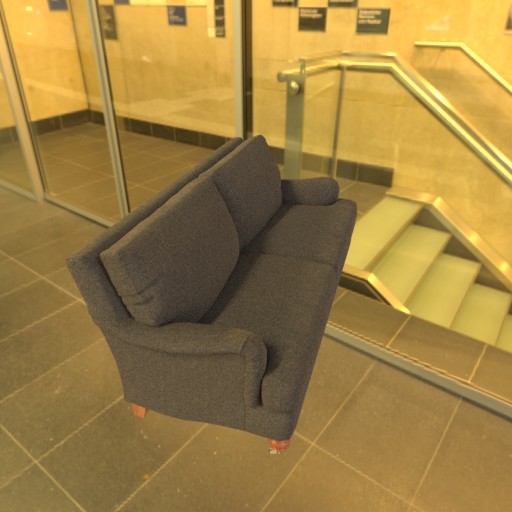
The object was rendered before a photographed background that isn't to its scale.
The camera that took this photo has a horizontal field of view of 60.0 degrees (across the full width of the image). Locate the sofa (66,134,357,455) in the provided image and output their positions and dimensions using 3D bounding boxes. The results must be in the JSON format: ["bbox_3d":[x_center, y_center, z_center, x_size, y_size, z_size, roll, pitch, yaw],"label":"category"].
[{"bbox_3d":[0.000,0.000,2.863,1.087,1.054,2.160,9,31,16],"label":"sofa"}]
